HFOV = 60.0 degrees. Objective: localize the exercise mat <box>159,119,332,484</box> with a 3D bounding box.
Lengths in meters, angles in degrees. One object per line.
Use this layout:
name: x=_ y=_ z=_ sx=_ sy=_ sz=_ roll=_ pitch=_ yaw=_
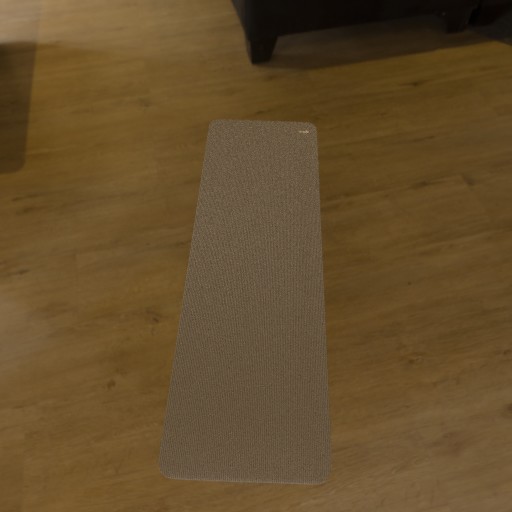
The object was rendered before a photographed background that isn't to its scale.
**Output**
exercise mat: x=0.000 y=0.000 z=2.057 sx=0.616 sy=0.021 sz=1.884 roll=2 pitch=57 yaw=1
